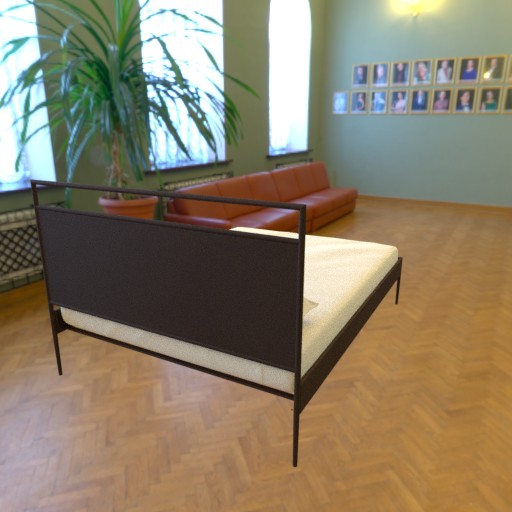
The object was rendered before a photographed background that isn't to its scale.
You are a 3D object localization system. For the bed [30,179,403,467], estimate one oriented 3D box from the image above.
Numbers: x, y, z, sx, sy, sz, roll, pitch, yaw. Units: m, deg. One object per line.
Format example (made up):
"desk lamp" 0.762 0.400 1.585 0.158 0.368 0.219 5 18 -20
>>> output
"bed" 0.000 0.000 3.039 1.572 1.173 2.122 9 19 27
